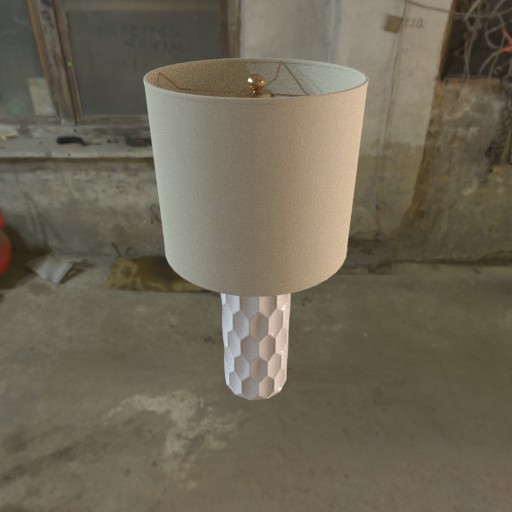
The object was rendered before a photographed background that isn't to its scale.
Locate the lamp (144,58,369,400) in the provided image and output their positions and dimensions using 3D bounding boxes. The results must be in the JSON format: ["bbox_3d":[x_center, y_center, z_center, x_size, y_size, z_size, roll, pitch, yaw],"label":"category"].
[{"bbox_3d":[0.000,0.000,0.697,0.277,0.537,0.277,-20,37,-29],"label":"lamp"}]
